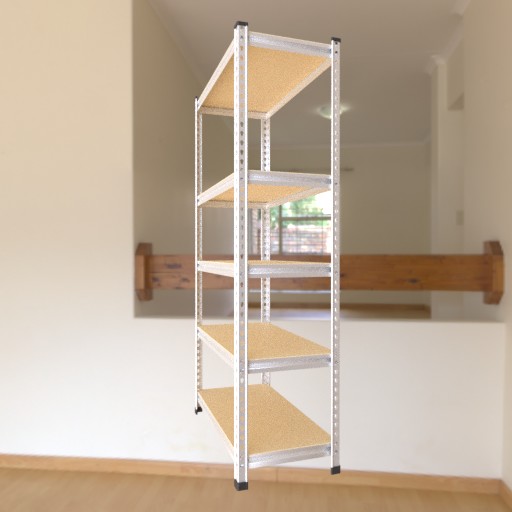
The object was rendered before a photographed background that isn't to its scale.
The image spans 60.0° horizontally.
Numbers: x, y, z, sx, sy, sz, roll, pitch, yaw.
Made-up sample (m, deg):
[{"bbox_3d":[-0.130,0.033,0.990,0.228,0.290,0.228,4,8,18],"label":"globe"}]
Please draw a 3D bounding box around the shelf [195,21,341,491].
[{"bbox_3d":[0.000,0.000,2.226,0.457,1.829,0.914,0,0,-18],"label":"shelf"}]
